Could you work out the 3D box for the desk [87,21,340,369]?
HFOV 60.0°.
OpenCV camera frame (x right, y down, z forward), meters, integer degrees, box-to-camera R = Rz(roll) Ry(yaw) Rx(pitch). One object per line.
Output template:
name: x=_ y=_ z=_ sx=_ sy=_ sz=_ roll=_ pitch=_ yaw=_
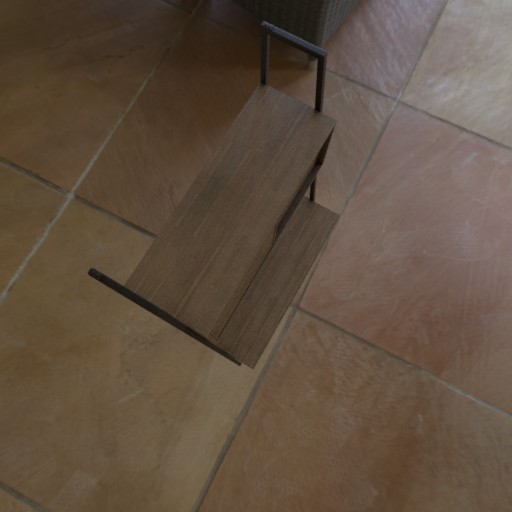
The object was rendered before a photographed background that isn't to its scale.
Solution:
desk: x=0.000 y=0.000 z=2.173 sx=0.515 sy=1.809 sz=0.982 roll=29 pitch=77 yaw=8
